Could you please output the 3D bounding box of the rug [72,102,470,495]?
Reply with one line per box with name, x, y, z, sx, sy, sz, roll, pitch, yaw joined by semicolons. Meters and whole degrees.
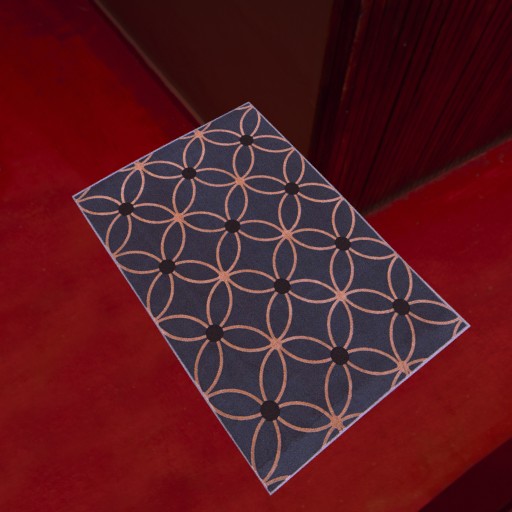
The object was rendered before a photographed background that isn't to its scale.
rug;0.000;0.000;2.873;1.522;0.008;2.284;-33;68;-16
